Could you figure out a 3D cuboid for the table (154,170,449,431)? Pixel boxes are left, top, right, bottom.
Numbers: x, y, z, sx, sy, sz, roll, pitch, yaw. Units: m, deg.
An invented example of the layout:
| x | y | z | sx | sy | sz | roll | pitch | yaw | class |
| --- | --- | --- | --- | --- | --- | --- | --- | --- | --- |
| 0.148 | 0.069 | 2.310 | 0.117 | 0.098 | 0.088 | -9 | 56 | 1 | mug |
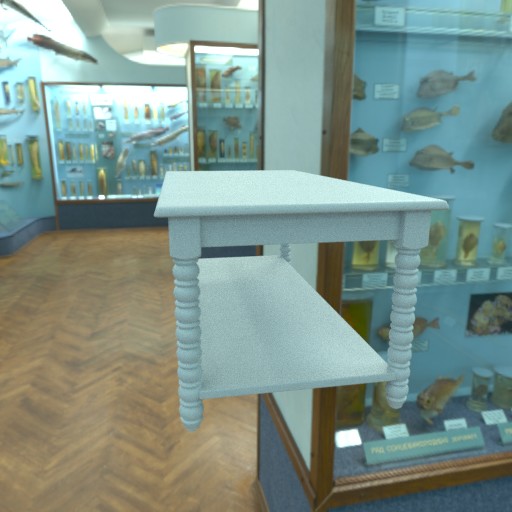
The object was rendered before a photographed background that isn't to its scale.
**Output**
| x | y | z | sx | sy | sz | roll | pitch | yaw | class |
| --- | --- | --- | --- | --- | --- | --- | --- | --- | --- |
| 0.000 | 0.000 | 1.447 | 0.580 | 0.487 | 1.171 | -2 | 14 | -10 | table |
